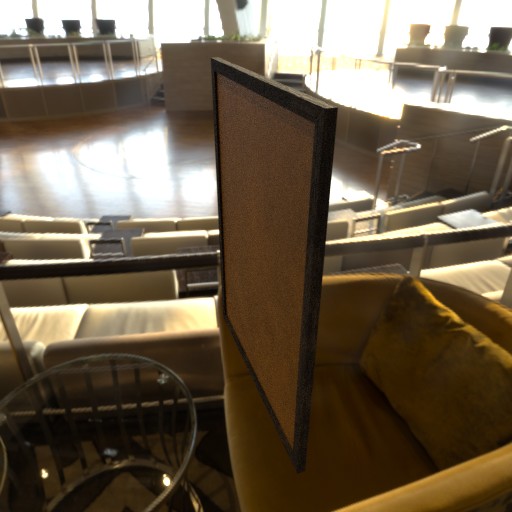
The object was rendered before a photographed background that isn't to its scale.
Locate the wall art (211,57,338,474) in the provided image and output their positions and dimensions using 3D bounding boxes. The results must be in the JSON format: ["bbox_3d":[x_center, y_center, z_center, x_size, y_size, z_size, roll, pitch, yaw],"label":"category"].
[{"bbox_3d":[0.000,0.000,1.399,0.029,1.066,0.812,-10,32,-17],"label":"wall art"}]
